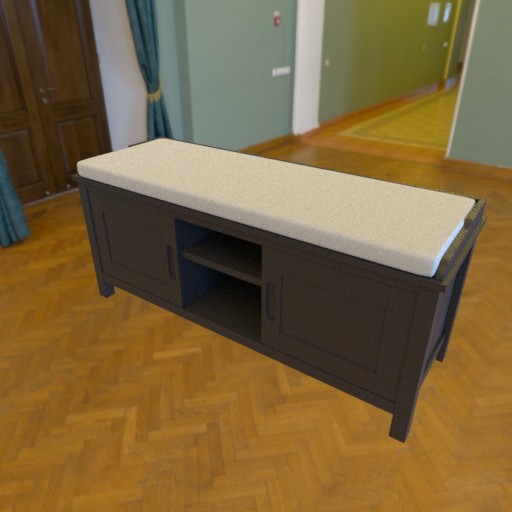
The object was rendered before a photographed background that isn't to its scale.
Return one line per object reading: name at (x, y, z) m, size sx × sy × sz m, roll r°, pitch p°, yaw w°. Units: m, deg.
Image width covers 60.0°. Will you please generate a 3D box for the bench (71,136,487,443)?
bench at (0.000, 0.000, 1.352) m, size 1.140 × 0.501 × 0.398 m, roll 18°, pitch 34°, yaw 30°
